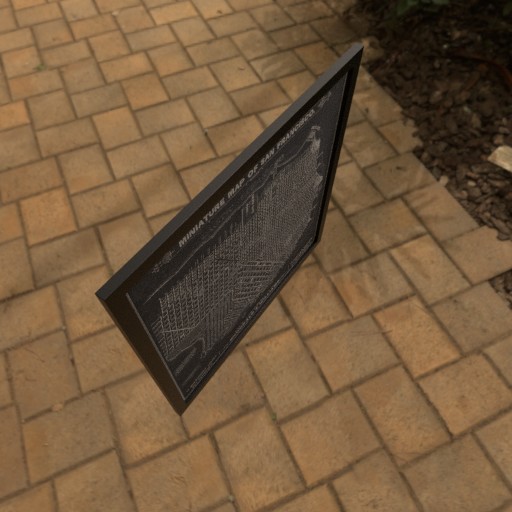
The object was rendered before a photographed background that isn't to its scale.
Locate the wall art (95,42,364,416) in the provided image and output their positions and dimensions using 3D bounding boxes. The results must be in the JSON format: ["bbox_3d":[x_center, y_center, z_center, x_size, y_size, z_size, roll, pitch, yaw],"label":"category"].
[{"bbox_3d":[0.000,0.000,0.676,0.012,0.458,0.457,32,64,18],"label":"wall art"}]
